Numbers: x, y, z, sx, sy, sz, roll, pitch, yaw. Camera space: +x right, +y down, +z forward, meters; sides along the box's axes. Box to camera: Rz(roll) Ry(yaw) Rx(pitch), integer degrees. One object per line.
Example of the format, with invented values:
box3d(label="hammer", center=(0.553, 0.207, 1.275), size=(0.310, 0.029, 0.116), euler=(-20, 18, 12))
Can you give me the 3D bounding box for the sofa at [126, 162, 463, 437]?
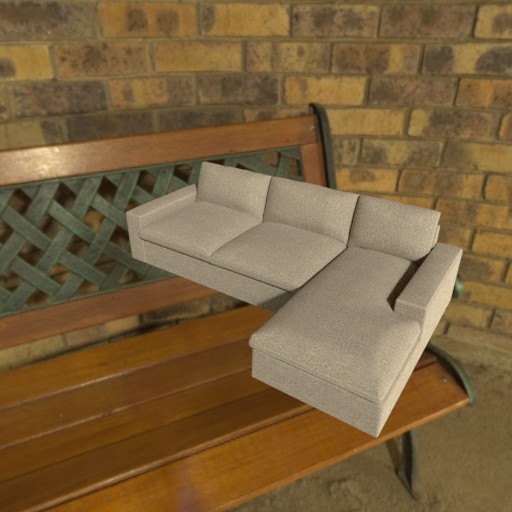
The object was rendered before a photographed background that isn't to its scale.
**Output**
box3d(label="sofa", center=(0.000, 0.000, 3.523), size=(2.718, 0.813, 1.689), euler=(18, 33, 30))
